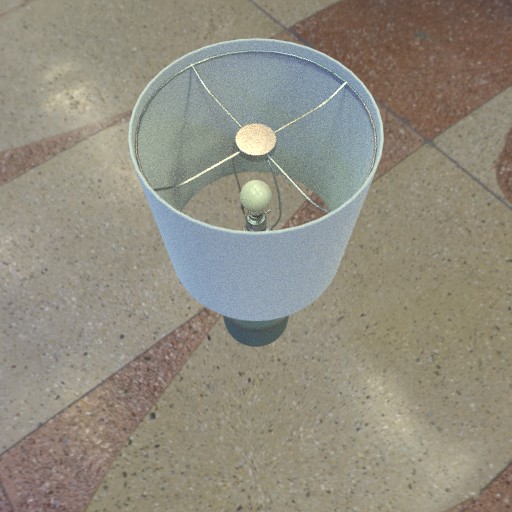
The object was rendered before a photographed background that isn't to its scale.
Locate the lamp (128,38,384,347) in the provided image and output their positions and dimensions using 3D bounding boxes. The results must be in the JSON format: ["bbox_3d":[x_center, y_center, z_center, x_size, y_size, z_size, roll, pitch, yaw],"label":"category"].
[{"bbox_3d":[0.000,0.000,0.590,0.212,0.493,0.212,-33,68,-15],"label":"lamp"}]
